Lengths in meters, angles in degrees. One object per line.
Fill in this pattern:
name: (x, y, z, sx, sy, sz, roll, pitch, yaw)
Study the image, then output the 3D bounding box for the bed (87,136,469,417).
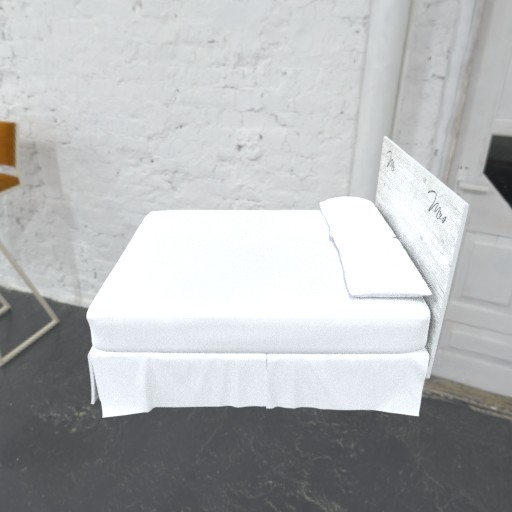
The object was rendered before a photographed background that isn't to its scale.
bed: (0.000, 0.000, 3.148, 2.094, 1.335, 1.745, 0, 27, 0)
